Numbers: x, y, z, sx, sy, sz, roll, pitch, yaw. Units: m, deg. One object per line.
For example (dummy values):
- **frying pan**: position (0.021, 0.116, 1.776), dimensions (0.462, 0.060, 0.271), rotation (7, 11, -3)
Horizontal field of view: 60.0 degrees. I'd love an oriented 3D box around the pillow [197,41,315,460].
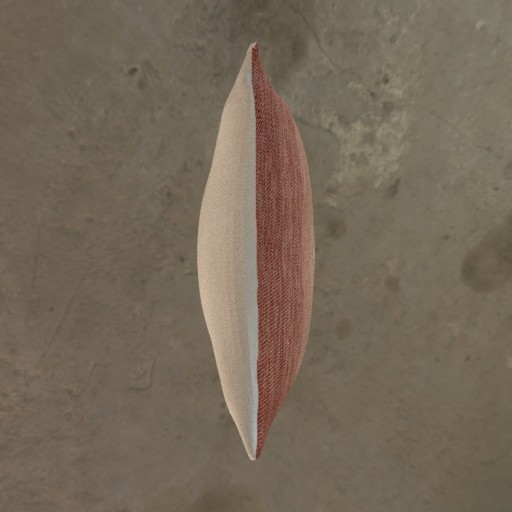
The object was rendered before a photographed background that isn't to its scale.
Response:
- **pillow**: position (0.000, 0.000, 0.664), dimensions (0.182, 0.441, 0.440), rotation (0, 89, 0)
